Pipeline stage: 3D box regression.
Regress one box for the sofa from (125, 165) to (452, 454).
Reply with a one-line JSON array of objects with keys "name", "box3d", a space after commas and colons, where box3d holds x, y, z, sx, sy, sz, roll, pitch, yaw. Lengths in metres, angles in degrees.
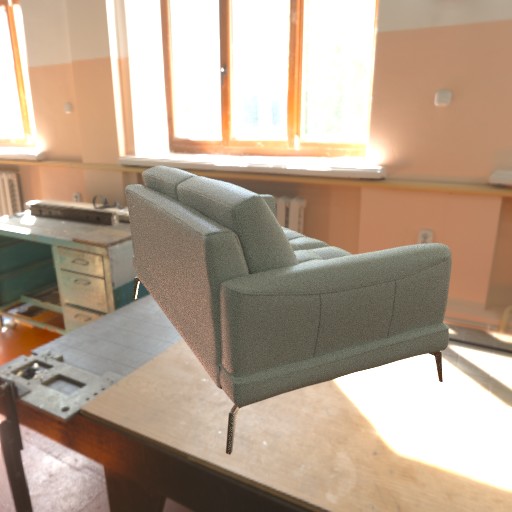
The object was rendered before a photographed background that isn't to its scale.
[{"name": "sofa", "box3d": [0.000, 0.000, 2.481, 1.121, 0.930, 1.819, -8, 18, -25]}]
